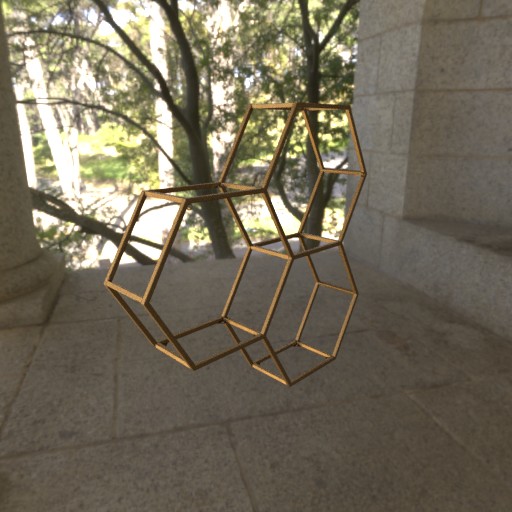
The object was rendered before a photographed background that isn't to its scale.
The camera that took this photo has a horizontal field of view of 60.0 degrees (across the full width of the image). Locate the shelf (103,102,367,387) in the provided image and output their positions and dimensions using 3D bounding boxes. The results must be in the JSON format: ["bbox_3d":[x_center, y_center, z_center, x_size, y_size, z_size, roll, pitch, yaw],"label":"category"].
[{"bbox_3d":[0.000,0.000,1.070,0.708,0.701,0.150,-16,23,-43],"label":"shelf"}]
